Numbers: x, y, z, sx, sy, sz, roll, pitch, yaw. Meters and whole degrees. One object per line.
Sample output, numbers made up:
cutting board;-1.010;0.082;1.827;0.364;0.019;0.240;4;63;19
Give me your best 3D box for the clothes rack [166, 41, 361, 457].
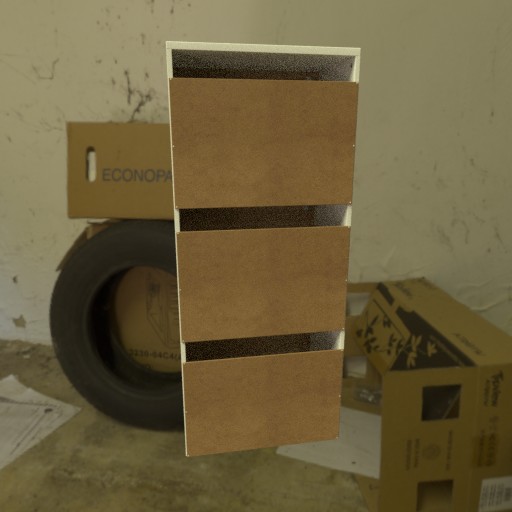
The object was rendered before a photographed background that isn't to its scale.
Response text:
clothes rack;0.000;0.000;1.423;0.500;1.187;0.331;-3;15;-10
